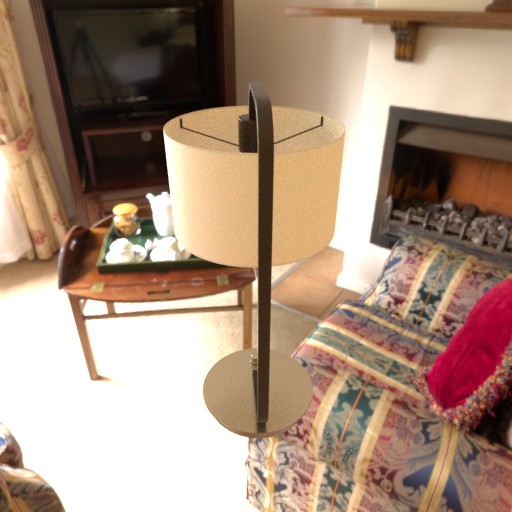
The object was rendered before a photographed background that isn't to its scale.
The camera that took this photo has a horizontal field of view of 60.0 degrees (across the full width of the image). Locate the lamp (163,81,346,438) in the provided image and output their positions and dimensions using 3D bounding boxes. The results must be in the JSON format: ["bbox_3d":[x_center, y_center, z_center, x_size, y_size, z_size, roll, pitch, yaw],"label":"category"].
[{"bbox_3d":[0.000,0.000,0.635,0.230,0.473,0.288,-2,31,-3],"label":"lamp"}]
